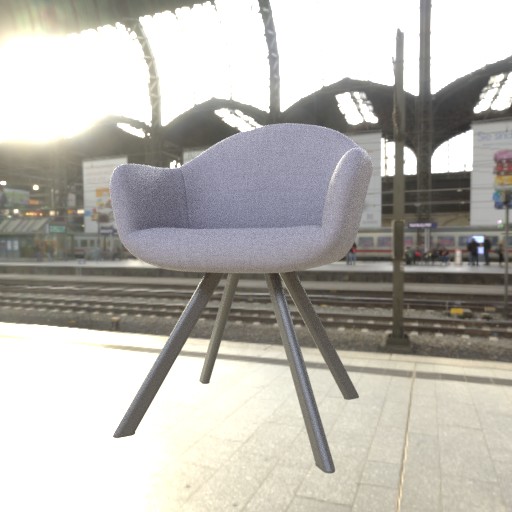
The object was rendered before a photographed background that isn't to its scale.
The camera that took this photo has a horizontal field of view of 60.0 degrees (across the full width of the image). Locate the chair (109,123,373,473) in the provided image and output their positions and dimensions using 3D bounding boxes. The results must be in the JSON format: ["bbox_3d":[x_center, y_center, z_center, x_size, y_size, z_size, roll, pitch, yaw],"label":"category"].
[{"bbox_3d":[0.000,0.000,1.152,0.590,0.795,0.550,0,1,19],"label":"chair"}]
